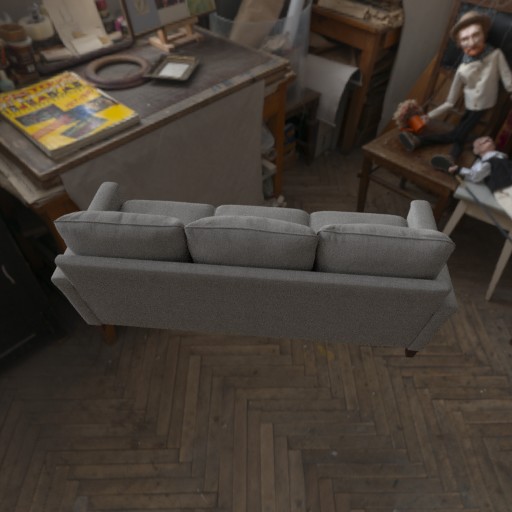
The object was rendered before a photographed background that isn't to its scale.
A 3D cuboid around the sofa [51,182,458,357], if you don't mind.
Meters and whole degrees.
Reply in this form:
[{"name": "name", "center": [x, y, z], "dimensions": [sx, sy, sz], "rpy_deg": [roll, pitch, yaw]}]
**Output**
[{"name": "sofa", "center": [0.000, 0.000, 2.428], "dimensions": [1.925, 0.959, 0.828], "rpy_deg": [4, 47, 4]}]
